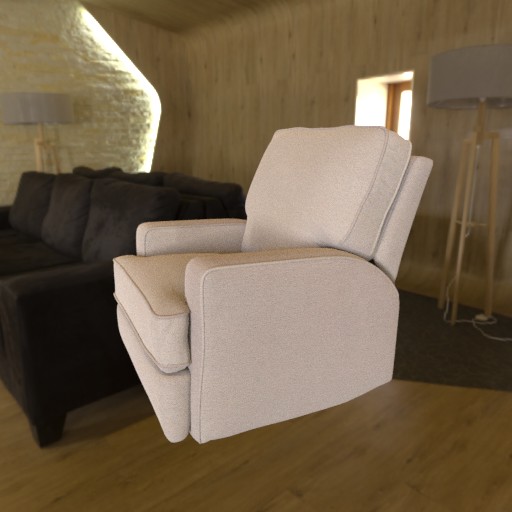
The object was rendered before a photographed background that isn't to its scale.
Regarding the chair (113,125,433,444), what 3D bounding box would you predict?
[{"bbox_3d":[0.000,0.000,1.678,0.969,0.964,0.861,-6,15,-25],"label":"chair"}]
